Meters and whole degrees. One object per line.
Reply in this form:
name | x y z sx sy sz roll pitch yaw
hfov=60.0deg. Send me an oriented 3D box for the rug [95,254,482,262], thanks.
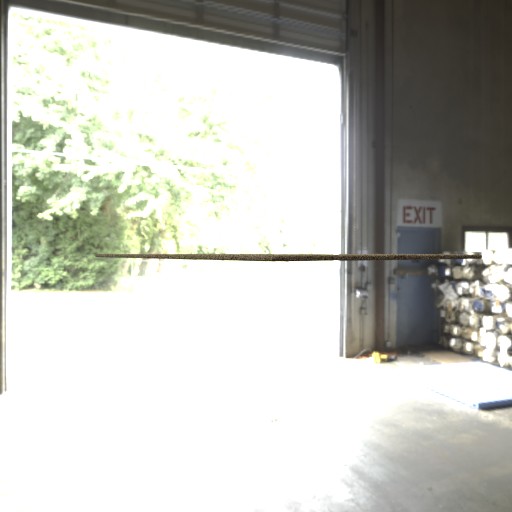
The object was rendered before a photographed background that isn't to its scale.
rug | 0.000 0.000 3.560 1.778 0.030 2.743 0 0 -35
